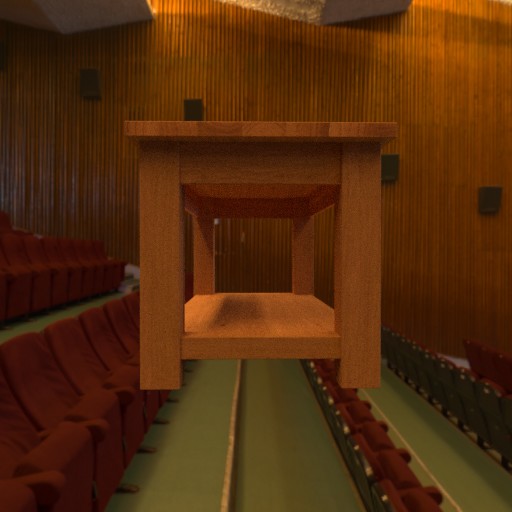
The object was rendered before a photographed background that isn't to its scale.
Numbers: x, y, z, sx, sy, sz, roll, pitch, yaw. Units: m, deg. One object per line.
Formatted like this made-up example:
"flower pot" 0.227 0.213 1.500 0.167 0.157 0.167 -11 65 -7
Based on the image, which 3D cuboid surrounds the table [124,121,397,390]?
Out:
"table" 0.000 0.000 1.182 0.450 0.452 0.899 0 1 -1
